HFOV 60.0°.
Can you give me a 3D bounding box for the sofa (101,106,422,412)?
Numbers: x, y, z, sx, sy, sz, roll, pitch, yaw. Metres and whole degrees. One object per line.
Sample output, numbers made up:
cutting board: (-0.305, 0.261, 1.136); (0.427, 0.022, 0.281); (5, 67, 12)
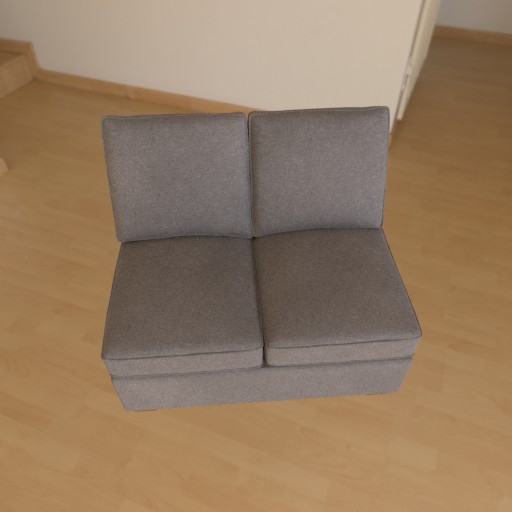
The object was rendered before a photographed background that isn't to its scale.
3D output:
sofa: (0.000, 0.000, 1.945); (1.237, 1.008, 0.951); (-3, 46, -3)
